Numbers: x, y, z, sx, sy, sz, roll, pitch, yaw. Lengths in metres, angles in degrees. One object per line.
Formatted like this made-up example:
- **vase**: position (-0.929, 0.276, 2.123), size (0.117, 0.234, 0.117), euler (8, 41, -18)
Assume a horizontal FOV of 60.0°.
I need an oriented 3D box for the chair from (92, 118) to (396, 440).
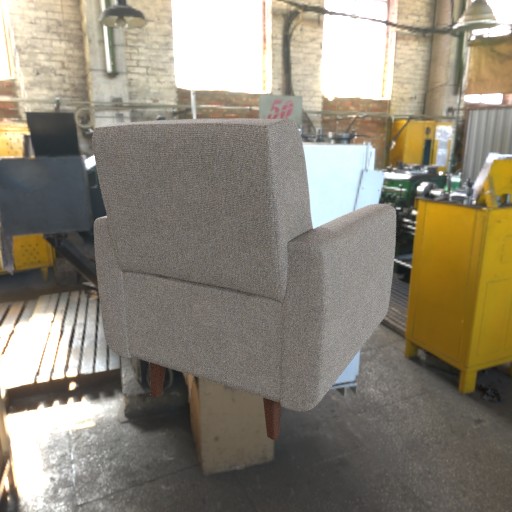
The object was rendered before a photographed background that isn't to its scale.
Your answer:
- **chair**: position (0.000, 0.000, 1.669), size (0.845, 0.968, 0.942), euler (8, 17, 28)
